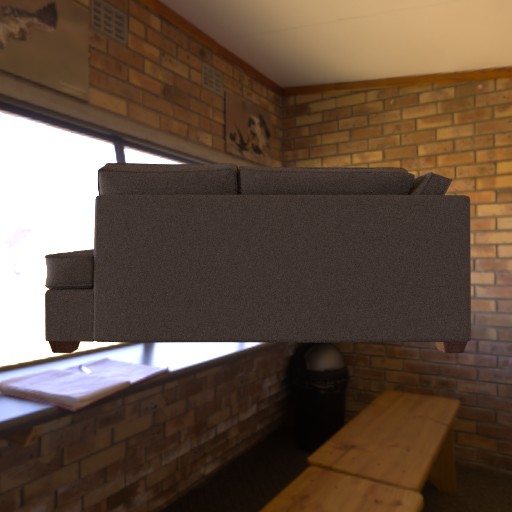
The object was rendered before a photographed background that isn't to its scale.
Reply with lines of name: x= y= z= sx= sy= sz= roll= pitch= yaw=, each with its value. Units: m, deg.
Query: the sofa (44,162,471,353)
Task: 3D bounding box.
sofa: x=0.000 y=0.000 z=2.829 sx=2.237 sy=1.033 sz=1.110 roll=0 pitch=-1 yaw=0
